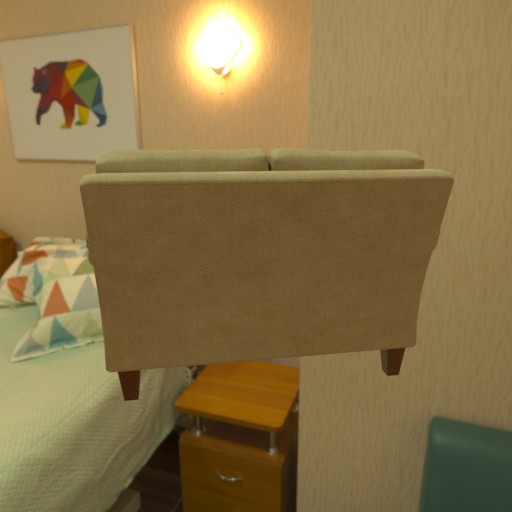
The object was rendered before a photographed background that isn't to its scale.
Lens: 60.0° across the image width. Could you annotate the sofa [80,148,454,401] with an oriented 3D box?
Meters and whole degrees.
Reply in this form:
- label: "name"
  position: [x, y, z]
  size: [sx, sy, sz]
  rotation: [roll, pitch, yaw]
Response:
- label: "sofa"
  position: [0.000, 0.000, 2.276]
  size: [1.498, 1.087, 1.086]
  rotation: [-3, 15, -10]
